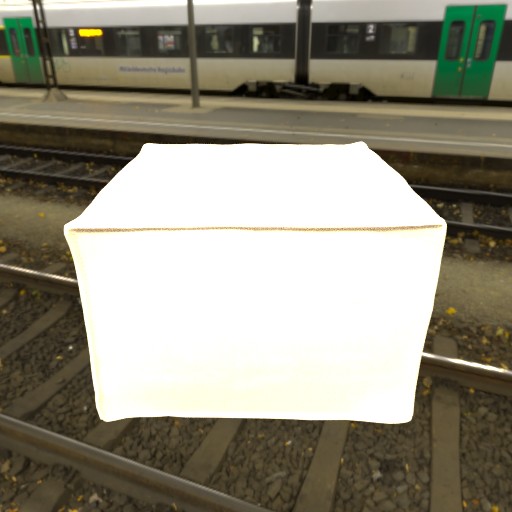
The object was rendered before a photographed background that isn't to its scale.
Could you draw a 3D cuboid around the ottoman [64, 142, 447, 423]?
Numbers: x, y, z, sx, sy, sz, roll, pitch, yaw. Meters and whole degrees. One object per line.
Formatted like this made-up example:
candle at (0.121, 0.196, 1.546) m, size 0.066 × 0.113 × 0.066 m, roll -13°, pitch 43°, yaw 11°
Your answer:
ottoman at (0.000, 0.000, 1.140) m, size 0.696 × 0.470 × 0.707 m, roll 0°, pitch 25°, yaw 0°
